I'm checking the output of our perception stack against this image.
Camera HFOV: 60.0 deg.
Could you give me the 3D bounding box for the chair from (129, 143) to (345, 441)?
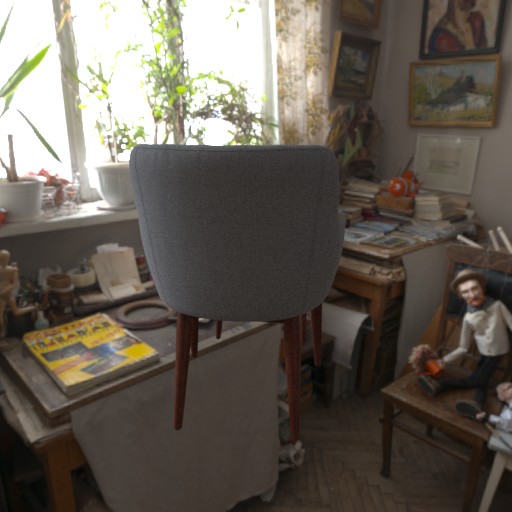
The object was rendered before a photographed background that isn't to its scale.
[{"bbox_3d":[0.000,0.000,1.542,0.584,0.799,1.107,2,17,7],"label":"chair"}]
